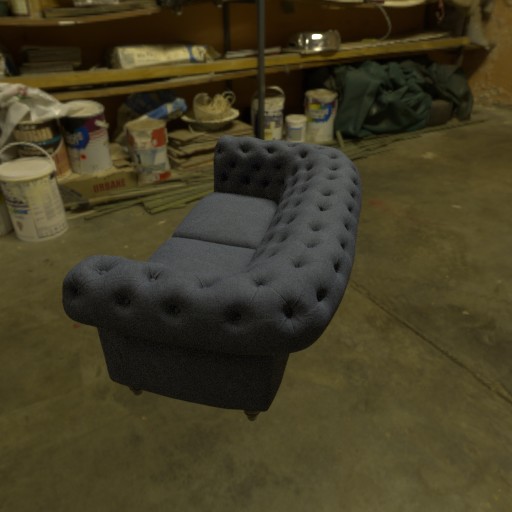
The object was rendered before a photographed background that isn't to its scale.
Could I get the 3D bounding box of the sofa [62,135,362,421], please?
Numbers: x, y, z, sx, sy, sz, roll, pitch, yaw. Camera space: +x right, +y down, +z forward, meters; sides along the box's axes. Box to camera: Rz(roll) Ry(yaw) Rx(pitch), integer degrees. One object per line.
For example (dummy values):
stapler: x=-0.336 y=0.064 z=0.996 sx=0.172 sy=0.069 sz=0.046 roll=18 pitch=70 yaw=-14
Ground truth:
sofa: x=0.000 y=0.000 z=2.511 sx=1.082 sy=0.833 sz=1.988 roll=8 pitch=32 yaw=12
